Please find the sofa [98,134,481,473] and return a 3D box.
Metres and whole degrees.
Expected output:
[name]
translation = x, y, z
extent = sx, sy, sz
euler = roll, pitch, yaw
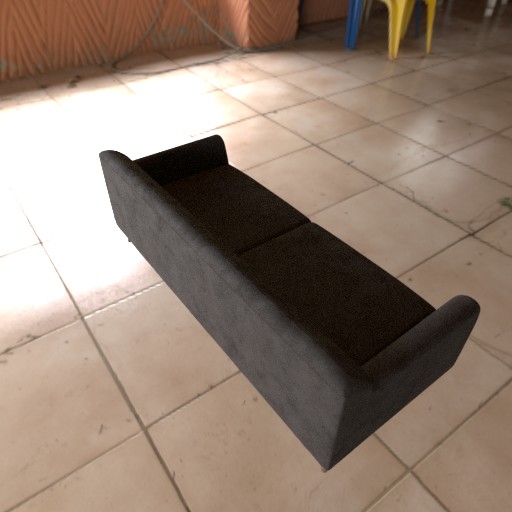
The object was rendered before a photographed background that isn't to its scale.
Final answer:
[sofa]
translation = 0.000, 0.000, 2.567
extent = 0.900, 0.740, 2.190
euler = -26, 47, -27
